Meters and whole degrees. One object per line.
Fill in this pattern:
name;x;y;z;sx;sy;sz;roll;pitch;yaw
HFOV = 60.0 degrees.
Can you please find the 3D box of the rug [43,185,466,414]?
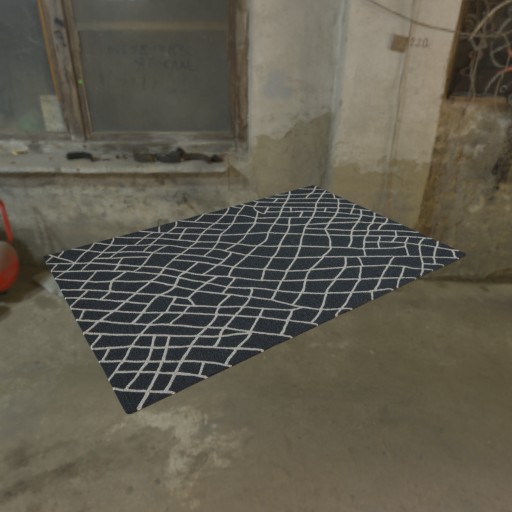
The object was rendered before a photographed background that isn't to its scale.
rug;0.000;0.000;2.292;1.830;0.013;1.223;-19;35;-29
